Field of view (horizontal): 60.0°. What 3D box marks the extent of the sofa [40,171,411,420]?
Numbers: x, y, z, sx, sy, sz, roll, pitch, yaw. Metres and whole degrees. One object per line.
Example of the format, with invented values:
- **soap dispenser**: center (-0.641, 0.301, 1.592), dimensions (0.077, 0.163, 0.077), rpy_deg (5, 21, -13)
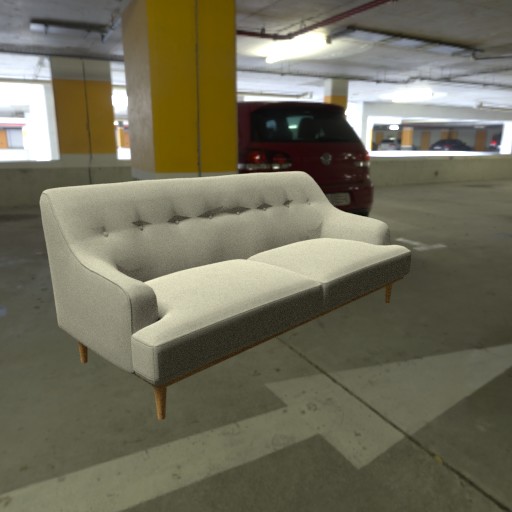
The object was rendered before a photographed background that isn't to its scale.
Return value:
- **sofa**: center (0.000, 0.000, 2.573), dimensions (0.978, 0.871, 2.057), rpy_deg (13, 19, 42)
